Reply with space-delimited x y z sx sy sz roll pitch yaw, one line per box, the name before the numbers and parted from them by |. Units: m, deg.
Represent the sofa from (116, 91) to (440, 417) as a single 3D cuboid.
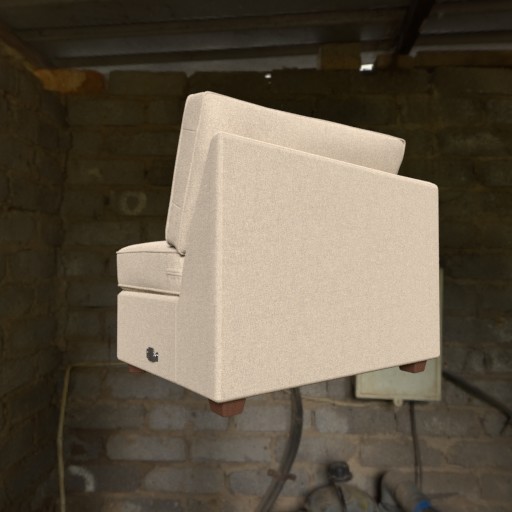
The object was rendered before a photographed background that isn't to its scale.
sofa | 0.000 0.000 1.871 1.042 0.937 1.050 1 -2 -36
